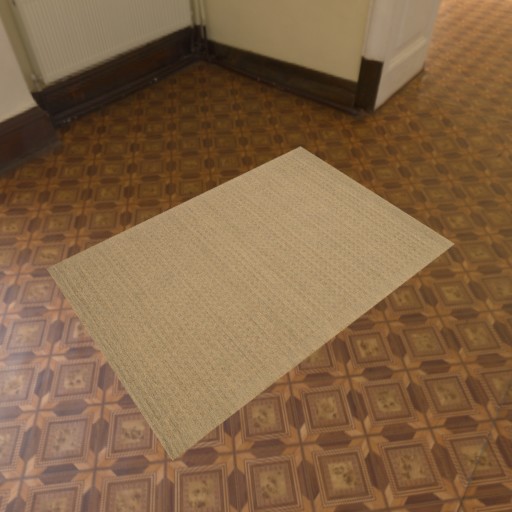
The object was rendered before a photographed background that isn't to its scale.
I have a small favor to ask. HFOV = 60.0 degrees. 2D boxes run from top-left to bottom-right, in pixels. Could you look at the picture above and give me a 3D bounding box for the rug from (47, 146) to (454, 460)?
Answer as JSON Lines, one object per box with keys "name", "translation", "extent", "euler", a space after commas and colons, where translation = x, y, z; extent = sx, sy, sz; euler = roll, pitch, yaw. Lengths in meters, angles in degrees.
{"name": "rug", "translation": [0.000, 0.000, 3.803], "extent": [2.895, 0.006, 1.981], "euler": [-31, 54, -26]}
